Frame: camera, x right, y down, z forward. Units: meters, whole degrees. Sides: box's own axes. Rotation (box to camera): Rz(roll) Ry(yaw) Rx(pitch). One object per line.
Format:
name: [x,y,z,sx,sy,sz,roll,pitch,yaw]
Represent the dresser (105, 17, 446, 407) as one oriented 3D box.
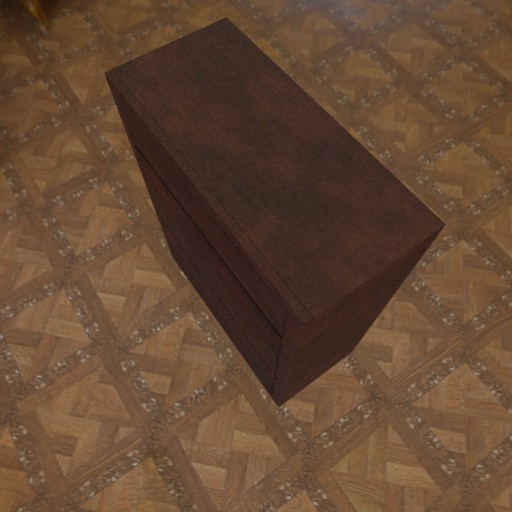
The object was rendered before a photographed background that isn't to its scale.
dresser: [0.000,0.000,2.011,0.506,1.514,1.072,-32,67,-15]
